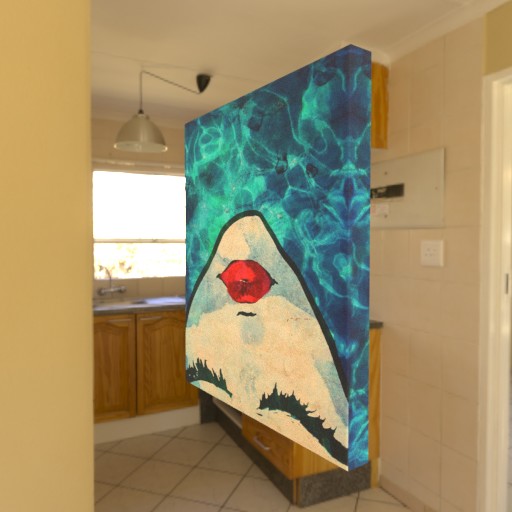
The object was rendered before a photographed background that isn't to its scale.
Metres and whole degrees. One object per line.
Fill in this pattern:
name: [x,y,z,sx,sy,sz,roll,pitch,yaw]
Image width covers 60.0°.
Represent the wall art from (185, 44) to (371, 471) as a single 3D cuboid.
wall art: [0.000,0.000,0.712,0.038,0.508,0.432,-1,2,-35]
